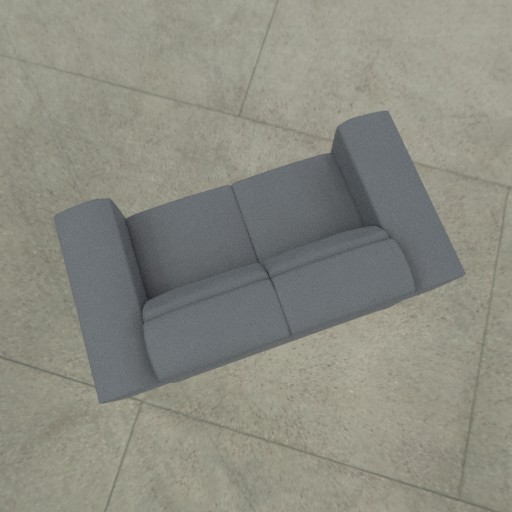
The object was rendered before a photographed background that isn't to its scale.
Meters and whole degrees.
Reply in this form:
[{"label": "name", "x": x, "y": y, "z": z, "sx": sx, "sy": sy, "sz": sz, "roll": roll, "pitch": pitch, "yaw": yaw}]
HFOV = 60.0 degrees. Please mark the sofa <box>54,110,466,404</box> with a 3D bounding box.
[{"label": "sofa", "x": 0.000, "y": 0.000, "z": 2.455, "sx": 1.895, "sy": 0.779, "sz": 1.003, "roll": -19, "pitch": 76, "yaw": -5}]
